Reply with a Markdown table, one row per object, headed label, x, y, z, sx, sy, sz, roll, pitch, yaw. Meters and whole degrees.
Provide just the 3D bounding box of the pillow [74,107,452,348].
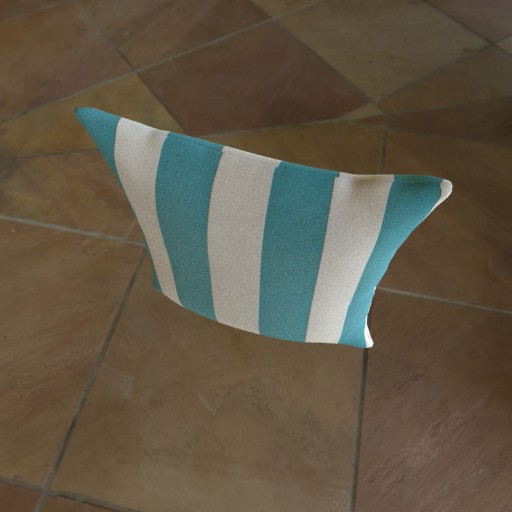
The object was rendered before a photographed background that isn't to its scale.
| label | x | y | z | sx | sy | sz | roll | pitch | yaw |
| --- | --- | --- | --- | --- | --- | --- | --- | --- | --- |
| pillow | 0.000 | 0.000 | 0.800 | 0.536 | 0.526 | 0.189 | 13 | 58 | 8 |
